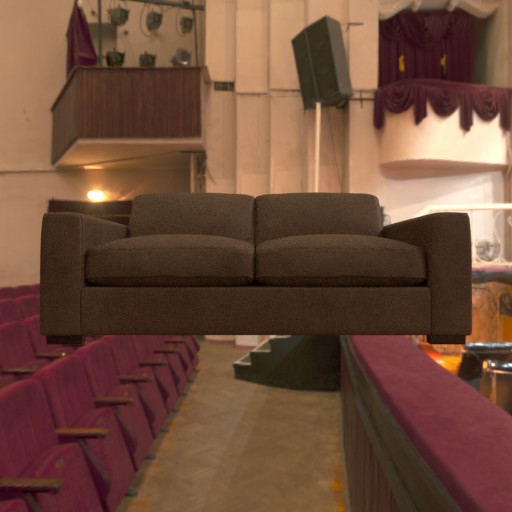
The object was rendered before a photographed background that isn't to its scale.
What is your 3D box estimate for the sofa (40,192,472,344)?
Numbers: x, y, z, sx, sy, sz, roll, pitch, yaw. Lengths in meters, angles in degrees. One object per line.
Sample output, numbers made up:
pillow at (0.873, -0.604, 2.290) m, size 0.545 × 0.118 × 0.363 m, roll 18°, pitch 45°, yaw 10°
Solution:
sofa at (0.000, 0.000, 2.459) m, size 1.920 × 0.800 × 1.070 m, roll 0°, pitch -1°, yaw 0°
